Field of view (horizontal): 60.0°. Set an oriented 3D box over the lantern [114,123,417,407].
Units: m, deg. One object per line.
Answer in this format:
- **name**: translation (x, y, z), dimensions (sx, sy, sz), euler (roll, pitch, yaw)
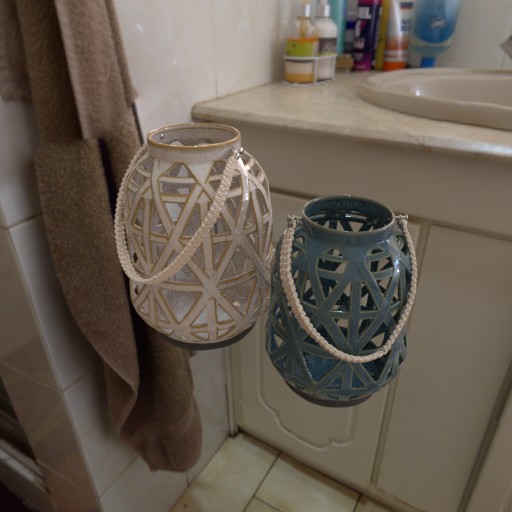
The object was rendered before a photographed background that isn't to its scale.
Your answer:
- **lantern**: translation (0.000, 0.000, 0.617), dimensions (0.439, 0.307, 0.245), euler (18, 34, 28)
